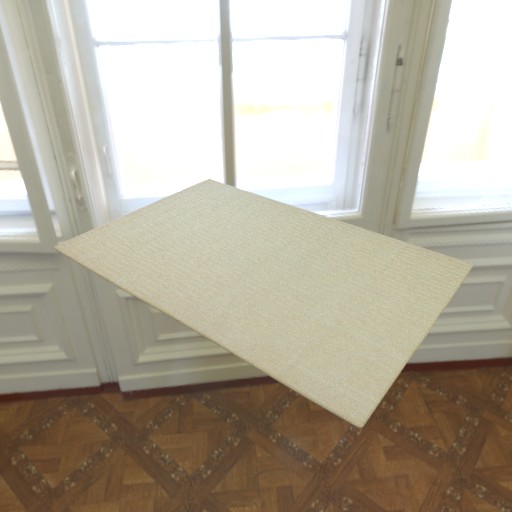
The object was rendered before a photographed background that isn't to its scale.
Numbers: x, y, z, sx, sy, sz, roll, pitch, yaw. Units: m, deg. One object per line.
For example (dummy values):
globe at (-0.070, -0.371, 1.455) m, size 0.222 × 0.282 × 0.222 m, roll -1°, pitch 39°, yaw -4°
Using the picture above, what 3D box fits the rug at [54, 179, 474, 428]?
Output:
rug at (0.000, 0.000, 2.322) m, size 1.848 × 0.014 × 1.238 m, roll 23°, pitch 39°, yaw 32°
